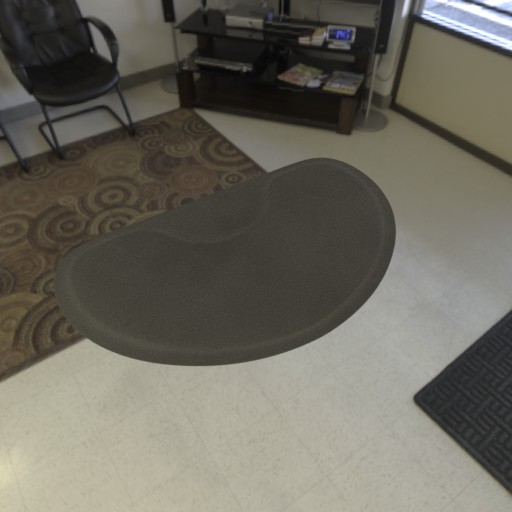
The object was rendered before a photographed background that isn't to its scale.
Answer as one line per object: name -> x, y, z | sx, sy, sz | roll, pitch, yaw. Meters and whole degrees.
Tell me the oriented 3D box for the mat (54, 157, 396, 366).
mat -> 0.000, 0.000, 1.835 | 1.524, 0.013, 0.913 | -24, 51, -21
